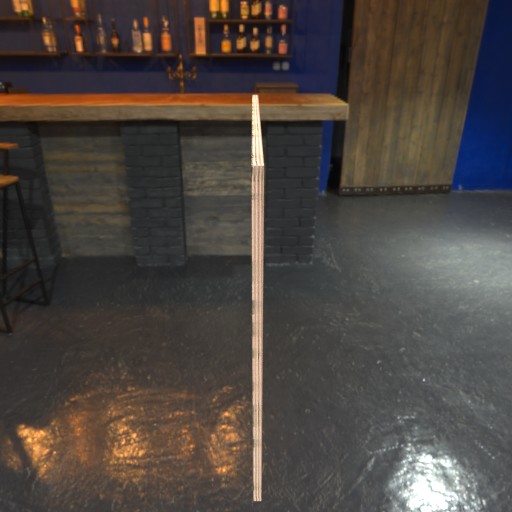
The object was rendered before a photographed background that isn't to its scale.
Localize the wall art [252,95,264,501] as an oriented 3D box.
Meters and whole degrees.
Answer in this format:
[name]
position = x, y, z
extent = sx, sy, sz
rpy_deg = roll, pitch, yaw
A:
[wall art]
position = 0.000, 0.000, 0.672
extent = 0.010, 0.408, 0.508
rpy_deg = 0, 26, 0
